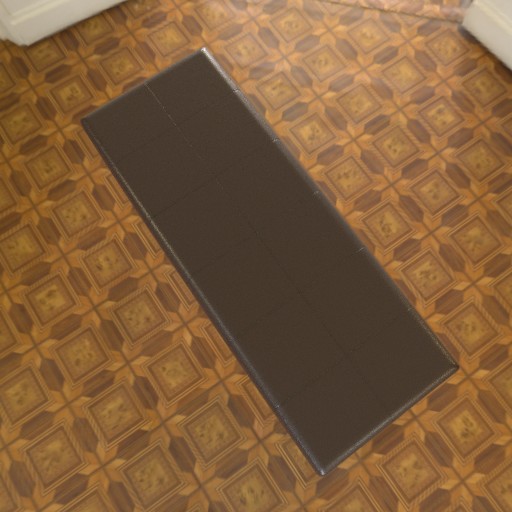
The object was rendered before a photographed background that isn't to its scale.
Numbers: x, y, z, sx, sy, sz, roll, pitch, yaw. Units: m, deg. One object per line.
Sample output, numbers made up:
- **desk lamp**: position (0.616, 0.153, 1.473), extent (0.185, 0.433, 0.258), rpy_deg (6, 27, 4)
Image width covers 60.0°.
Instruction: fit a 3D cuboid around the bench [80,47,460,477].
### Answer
- **bench**: position (0.000, 0.000, 1.320), extent (0.429, 0.457, 1.092), rpy_deg (-34, 78, -8)
